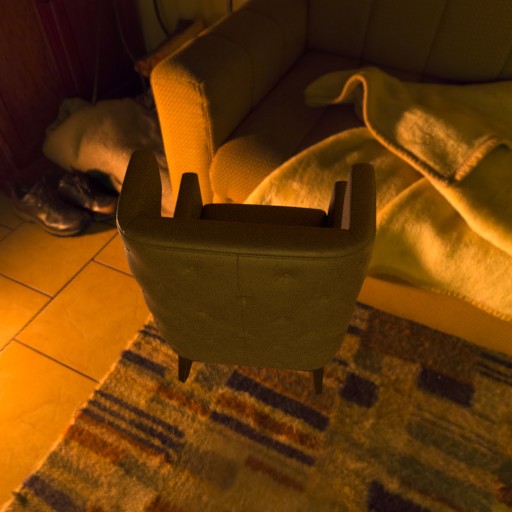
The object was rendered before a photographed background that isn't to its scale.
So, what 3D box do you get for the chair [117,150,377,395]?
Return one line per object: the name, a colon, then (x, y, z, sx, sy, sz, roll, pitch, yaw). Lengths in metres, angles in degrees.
chair: (0.000, 0.000, 1.714, 0.769, 1.079, 0.899, 4, 47, 4)
